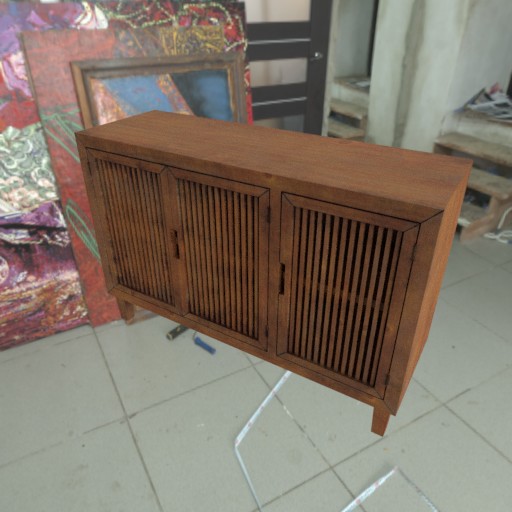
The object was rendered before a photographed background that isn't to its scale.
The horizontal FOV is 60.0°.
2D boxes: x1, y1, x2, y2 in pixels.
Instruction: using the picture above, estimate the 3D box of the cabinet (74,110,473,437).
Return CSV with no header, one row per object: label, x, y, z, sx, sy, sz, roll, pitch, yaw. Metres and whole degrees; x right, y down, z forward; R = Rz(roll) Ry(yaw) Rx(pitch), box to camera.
cabinet,0.000,0.000,1.587,1.204,0.805,0.403,17,35,27
